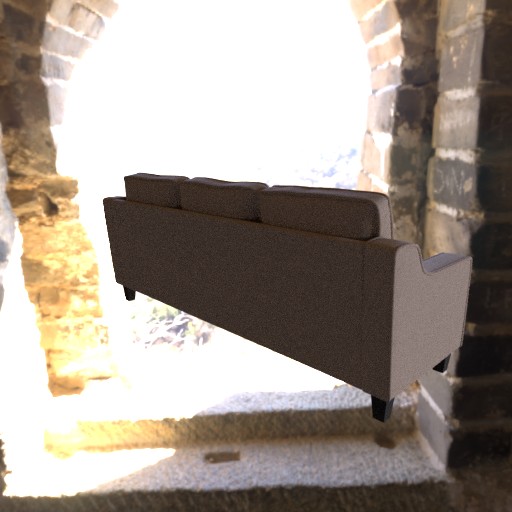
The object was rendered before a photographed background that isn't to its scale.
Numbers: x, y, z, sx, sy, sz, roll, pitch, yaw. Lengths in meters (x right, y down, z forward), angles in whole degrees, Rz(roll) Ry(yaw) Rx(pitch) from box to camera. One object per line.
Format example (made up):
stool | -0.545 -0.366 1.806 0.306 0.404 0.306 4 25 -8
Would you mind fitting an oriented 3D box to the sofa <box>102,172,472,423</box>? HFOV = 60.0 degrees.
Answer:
sofa | 0.000 0.000 2.563 0.791 0.902 2.131 -14 20 -43
